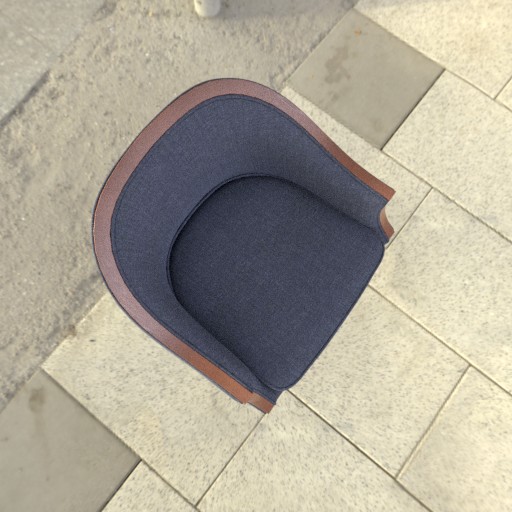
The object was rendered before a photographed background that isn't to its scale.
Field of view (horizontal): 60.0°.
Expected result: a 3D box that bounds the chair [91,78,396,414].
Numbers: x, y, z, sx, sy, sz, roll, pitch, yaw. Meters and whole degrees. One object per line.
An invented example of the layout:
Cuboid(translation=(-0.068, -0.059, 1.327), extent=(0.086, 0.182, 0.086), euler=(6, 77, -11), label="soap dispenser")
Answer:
Cuboid(translation=(0.000, 0.000, 1.479), extent=(0.735, 0.876, 0.803), euler=(36, 79, 8), label="chair")
